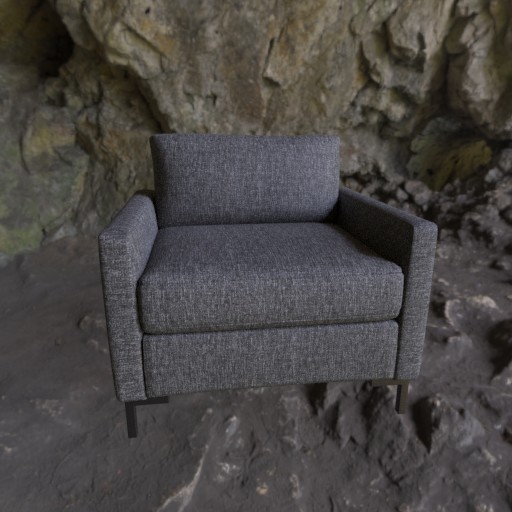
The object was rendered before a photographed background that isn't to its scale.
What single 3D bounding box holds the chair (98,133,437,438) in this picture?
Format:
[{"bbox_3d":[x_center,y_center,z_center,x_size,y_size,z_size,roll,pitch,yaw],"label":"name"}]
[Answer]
[{"bbox_3d":[0.000,0.000,1.632,0.963,0.861,0.866,-2,17,-7],"label":"chair"}]
